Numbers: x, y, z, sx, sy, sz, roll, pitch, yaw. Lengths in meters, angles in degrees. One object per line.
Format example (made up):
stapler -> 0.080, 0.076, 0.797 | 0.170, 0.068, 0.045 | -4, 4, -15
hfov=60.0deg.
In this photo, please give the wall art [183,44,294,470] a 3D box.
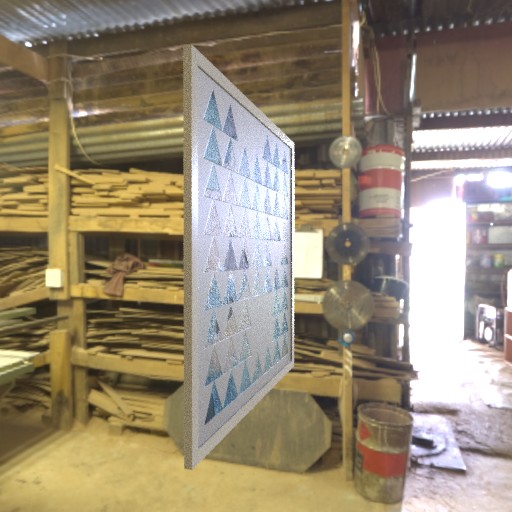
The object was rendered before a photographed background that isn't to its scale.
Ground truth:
wall art -> 0.000, 0.000, 0.845 | 0.012, 0.557, 0.557 | 0, 1, 19
